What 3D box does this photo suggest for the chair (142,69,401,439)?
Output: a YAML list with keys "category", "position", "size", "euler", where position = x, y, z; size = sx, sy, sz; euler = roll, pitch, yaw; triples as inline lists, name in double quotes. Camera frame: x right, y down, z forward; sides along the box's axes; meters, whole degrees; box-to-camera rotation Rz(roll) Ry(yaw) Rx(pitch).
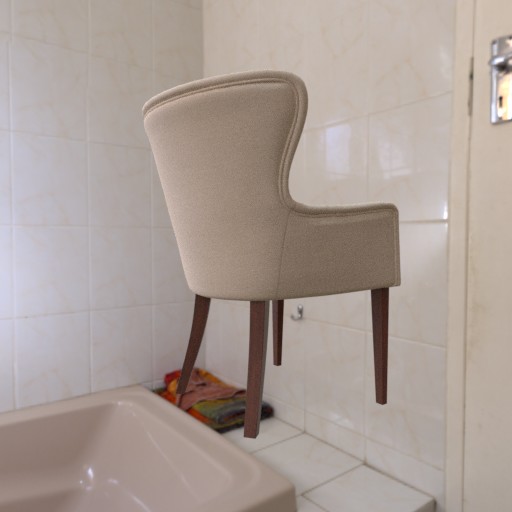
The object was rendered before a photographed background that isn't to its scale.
- category: "chair"
  position: [0.000, 0.000, 1.509]
  size: [0.744, 0.990, 0.696]
  euler: [-2, 3, -36]
